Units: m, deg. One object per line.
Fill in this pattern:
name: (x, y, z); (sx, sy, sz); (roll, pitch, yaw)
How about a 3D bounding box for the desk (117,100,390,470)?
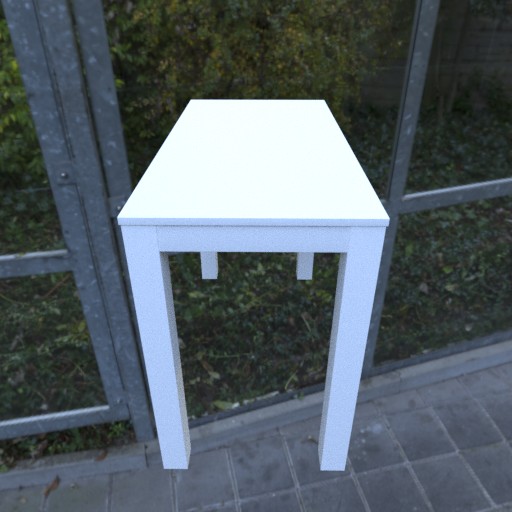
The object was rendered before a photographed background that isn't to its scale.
desk: (0.000, 0.000, 1.428); (0.497, 0.762, 0.990); (0, 31, 1)
